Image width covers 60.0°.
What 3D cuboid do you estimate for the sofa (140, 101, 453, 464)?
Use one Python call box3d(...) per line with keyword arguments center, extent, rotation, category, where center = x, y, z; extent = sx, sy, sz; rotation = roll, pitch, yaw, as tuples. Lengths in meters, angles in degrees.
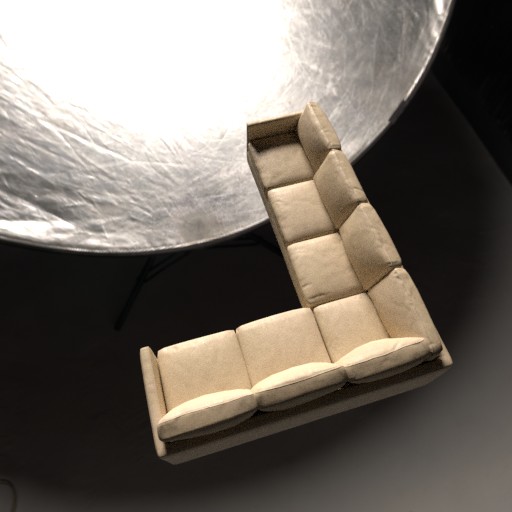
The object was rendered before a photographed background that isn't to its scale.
box3d(center=(0.000, 0.000, 4.557), extent=(2.593, 0.947, 3.302), rotation=(-14, 61, -8), category="sofa")
